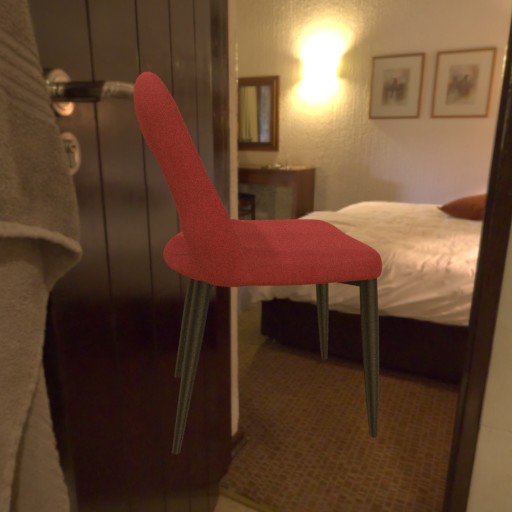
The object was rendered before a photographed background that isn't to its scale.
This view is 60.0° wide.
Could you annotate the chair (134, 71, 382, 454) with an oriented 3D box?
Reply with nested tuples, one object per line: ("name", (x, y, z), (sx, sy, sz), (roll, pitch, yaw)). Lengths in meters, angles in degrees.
("chair", (0.000, 0.000, 1.187), (0.569, 0.892, 0.483), (-2, 15, -9))
